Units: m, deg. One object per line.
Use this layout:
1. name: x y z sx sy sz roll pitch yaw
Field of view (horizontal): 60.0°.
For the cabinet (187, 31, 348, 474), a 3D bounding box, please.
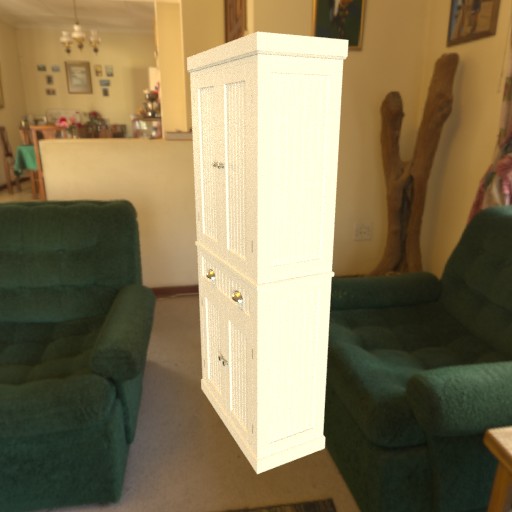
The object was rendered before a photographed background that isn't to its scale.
1. cabinet: 0.000 0.000 2.150 0.390 1.829 0.754 -8 19 -25
